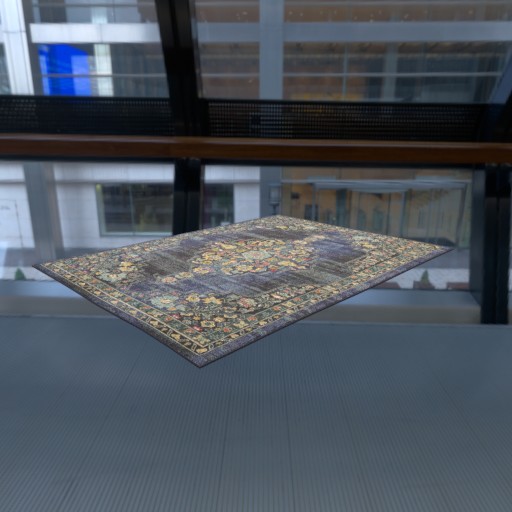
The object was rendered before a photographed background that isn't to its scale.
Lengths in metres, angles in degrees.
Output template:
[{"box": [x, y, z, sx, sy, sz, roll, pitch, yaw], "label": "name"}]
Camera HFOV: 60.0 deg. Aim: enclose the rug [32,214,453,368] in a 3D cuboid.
[{"box": [0.000, 0.000, 4.704, 3.612, 0.035, 2.716, -16, 23, -42], "label": "rug"}]
